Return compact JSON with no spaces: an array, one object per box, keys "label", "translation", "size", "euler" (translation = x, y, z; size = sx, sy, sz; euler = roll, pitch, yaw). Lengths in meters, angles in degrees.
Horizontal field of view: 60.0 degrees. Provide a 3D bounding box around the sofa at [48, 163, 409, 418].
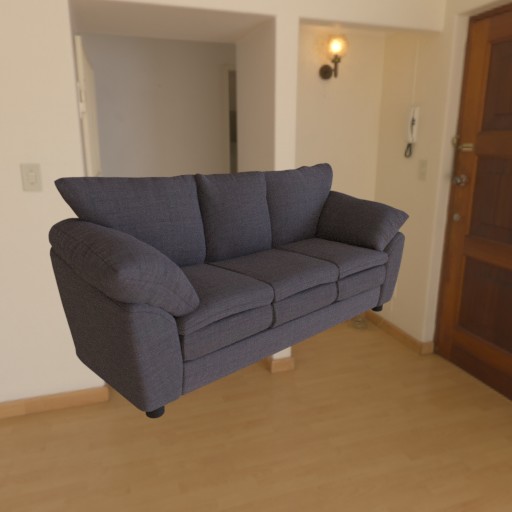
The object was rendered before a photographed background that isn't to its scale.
[{"label":"sofa","translation":[0.000,0.000,2.818],"size":[2.336,1.080,0.883],"euler":[-13,20,-42]}]
